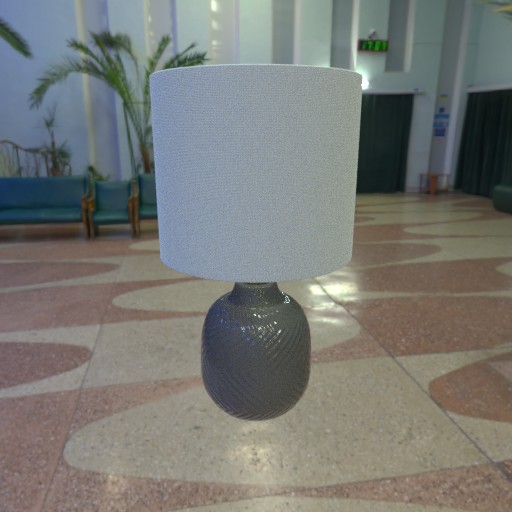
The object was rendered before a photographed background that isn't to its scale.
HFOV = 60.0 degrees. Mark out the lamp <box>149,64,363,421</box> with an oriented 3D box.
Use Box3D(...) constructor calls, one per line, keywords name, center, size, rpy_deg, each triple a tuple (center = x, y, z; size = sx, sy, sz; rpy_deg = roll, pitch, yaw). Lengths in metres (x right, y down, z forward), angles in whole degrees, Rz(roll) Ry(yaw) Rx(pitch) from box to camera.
Box3D(name="lamp", center=(0.000, 0.000, 0.490), size=(0.207, 0.366, 0.207), rpy_deg=(-2, 16, -7))
